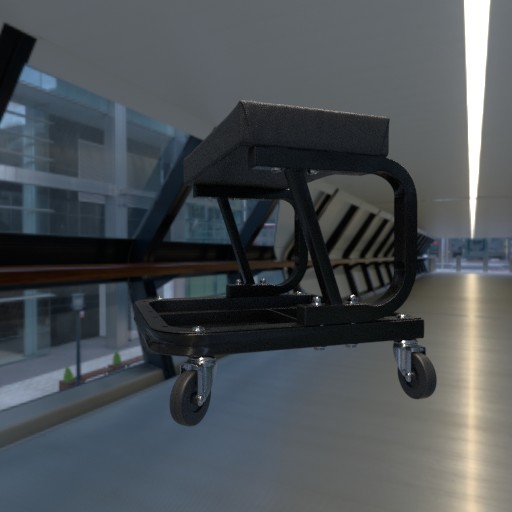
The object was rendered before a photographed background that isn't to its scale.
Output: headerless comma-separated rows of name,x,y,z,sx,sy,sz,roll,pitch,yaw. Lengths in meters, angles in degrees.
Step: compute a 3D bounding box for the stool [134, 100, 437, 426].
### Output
stool,0.000,0.000,0.724,0.371,0.380,0.446,0,1,-20
